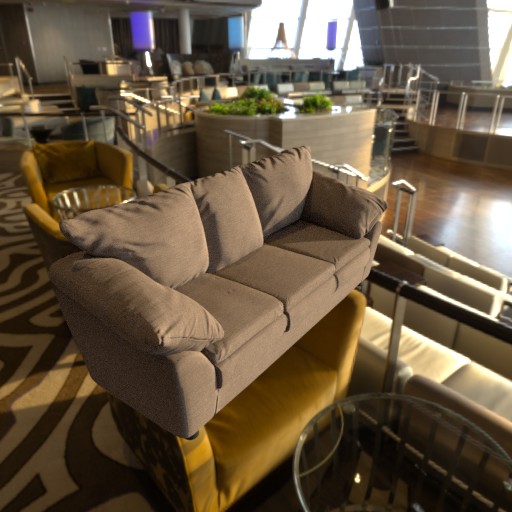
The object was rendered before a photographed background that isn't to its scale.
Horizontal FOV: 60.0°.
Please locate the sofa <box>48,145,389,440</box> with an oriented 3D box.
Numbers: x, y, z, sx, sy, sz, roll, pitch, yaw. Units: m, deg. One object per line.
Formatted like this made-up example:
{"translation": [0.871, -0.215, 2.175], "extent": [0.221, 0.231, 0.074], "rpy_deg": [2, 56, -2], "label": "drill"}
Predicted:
{"translation": [0.000, 0.000, 2.857], "extent": [0.927, 1.043, 2.390], "rpy_deg": [17, 30, 33], "label": "sofa"}
